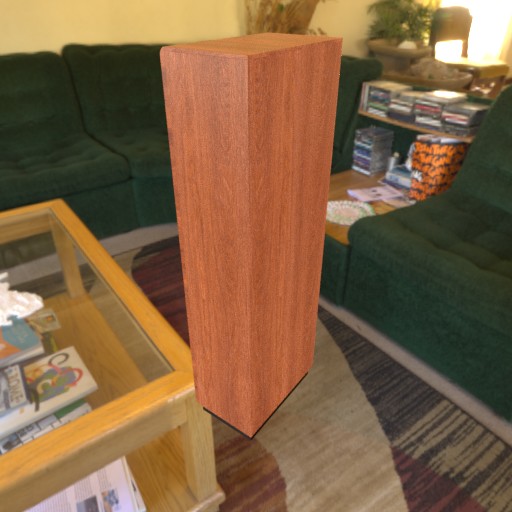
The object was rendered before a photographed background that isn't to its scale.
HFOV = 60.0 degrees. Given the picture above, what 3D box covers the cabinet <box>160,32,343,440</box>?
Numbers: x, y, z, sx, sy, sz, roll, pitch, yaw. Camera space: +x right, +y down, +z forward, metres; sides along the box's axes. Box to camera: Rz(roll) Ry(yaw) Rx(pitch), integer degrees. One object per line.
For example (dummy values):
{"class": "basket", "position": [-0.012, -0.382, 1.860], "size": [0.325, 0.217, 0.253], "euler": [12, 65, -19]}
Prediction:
{"class": "cabinet", "position": [0.000, 0.000, 2.262], "size": [0.420, 1.980, 0.660], "euler": [21, 38, 30]}
